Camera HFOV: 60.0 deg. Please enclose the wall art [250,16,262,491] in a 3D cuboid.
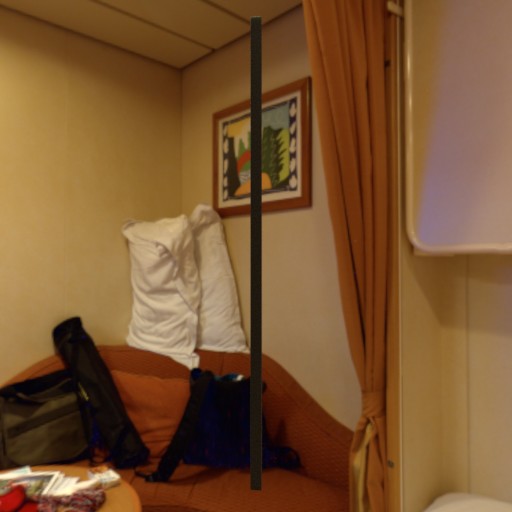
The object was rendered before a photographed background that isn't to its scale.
[{"bbox_3d":[0.000,0.000,0.944,0.016,0.659,0.663,0,-1,0],"label":"wall art"}]
